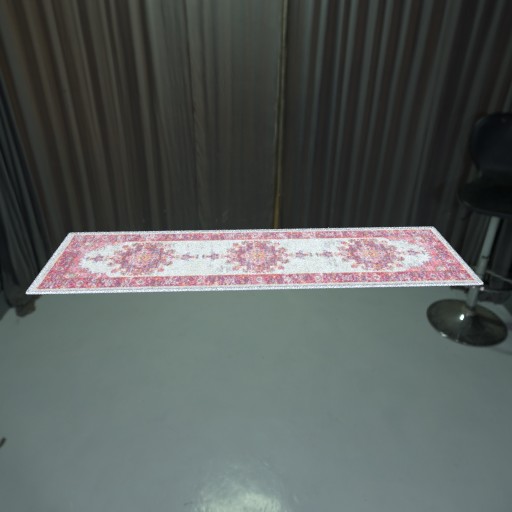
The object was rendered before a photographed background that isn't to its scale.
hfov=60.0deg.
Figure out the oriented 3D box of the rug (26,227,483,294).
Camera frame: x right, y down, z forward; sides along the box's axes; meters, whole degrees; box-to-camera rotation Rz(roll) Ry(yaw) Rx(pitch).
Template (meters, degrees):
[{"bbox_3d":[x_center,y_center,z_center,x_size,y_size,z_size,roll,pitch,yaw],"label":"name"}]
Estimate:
[{"bbox_3d":[0.000,0.000,2.500,2.294,0.011,0.666,-1,30,-2],"label":"rug"}]
